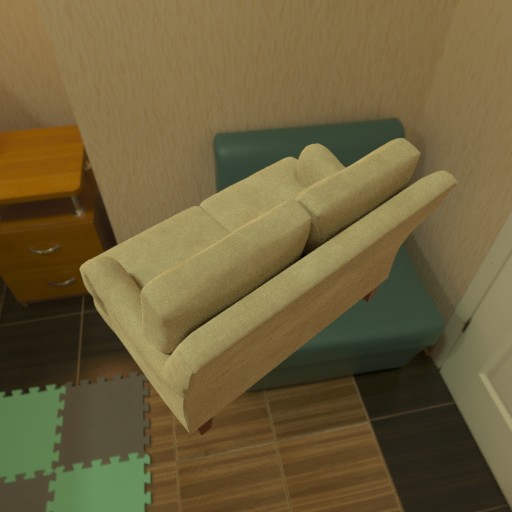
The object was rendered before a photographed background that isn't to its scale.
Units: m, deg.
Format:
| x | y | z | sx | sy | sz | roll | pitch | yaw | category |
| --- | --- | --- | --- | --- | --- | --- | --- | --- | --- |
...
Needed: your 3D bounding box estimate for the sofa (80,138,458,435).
| x | y | z | sx | sy | sz | roll | pitch | yaw | category |
| --- | --- | --- | --- | --- | --- | --- | --- | --- | --- |
| 0.000 | 0.000 | 2.241 | 1.498 | 1.087 | 1.086 | -32 | 55 | -26 | sofa |
